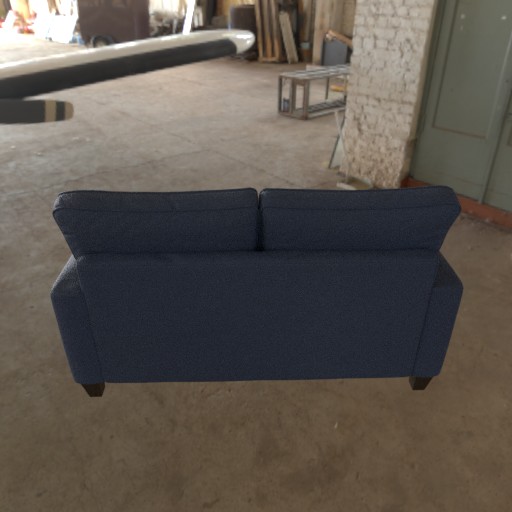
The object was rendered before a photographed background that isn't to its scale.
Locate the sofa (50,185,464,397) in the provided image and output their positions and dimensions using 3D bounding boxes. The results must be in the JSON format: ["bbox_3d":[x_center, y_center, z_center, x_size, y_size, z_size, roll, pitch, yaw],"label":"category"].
[{"bbox_3d":[0.000,0.000,2.175,1.651,0.965,0.965,-1,30,-1],"label":"sofa"}]
